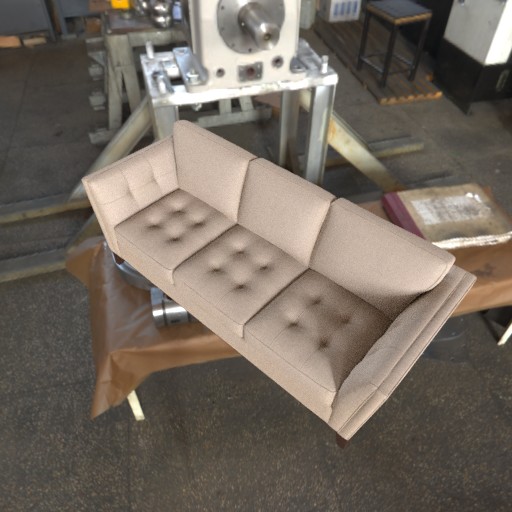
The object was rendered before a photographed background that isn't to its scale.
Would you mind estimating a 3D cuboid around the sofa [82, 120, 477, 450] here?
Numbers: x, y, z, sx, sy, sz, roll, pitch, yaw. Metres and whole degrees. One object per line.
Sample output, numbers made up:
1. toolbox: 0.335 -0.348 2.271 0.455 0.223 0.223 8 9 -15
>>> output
1. sofa: 0.000 0.000 2.927 2.388 0.940 0.965 33 54 28
